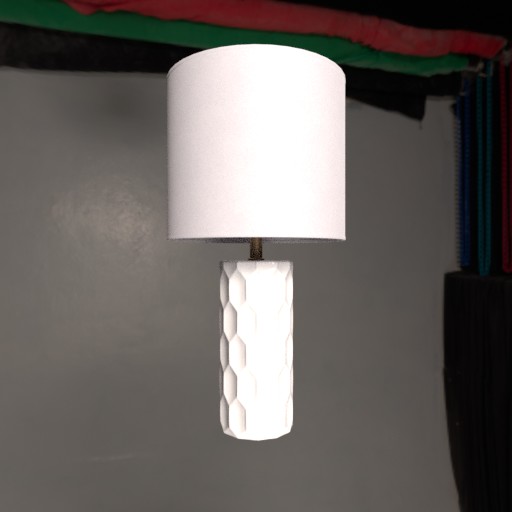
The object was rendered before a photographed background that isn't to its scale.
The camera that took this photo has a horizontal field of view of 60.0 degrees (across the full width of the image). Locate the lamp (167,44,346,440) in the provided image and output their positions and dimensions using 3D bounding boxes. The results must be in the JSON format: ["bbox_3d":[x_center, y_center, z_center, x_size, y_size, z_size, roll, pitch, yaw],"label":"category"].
[{"bbox_3d":[0.000,0.000,0.699,0.277,0.537,0.277,0,0,-17],"label":"lamp"}]
